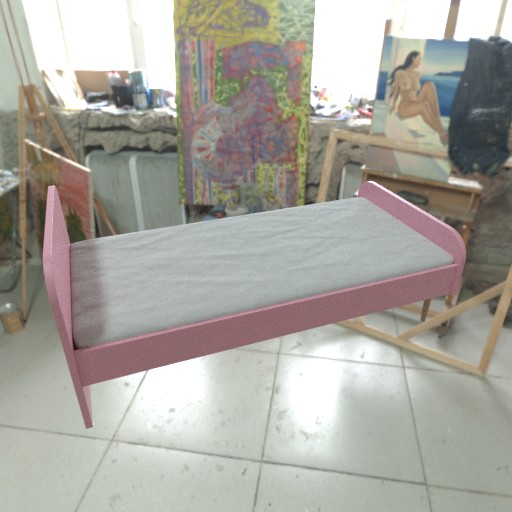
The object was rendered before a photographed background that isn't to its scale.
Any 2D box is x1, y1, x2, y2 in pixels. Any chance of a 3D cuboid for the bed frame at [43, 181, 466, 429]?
[{"bbox_3d":[0.000,0.000,2.438,1.963,0.805,0.998,-11,32,-18],"label":"bed frame"}]
